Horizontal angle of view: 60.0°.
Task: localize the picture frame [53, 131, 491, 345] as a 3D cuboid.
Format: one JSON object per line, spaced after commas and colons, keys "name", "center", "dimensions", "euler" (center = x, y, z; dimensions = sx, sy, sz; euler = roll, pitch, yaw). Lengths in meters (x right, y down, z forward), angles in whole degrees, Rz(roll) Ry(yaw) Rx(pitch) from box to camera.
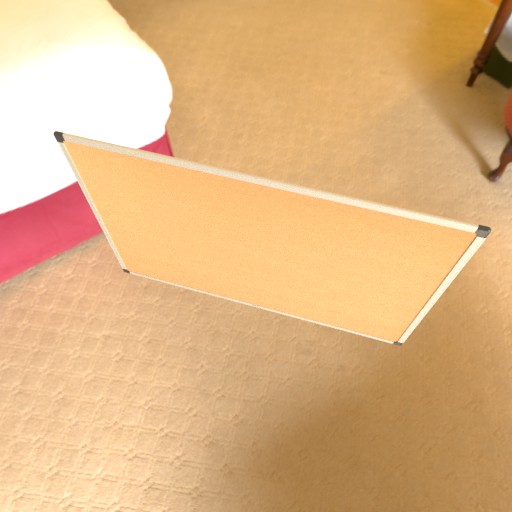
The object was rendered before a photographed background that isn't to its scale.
{"name": "picture frame", "center": [0.000, 0.000, 1.129], "dimensions": [0.900, 0.600, 0.010], "euler": [14, 59, 8]}
